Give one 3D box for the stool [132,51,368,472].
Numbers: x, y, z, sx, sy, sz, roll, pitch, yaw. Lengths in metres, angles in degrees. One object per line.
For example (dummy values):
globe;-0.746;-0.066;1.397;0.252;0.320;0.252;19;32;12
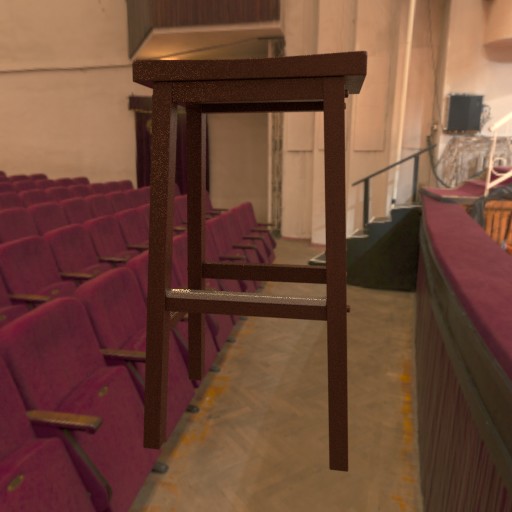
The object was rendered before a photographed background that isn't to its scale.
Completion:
stool;0.000;0.000;0.935;0.406;0.742;0.322;2;13;10
